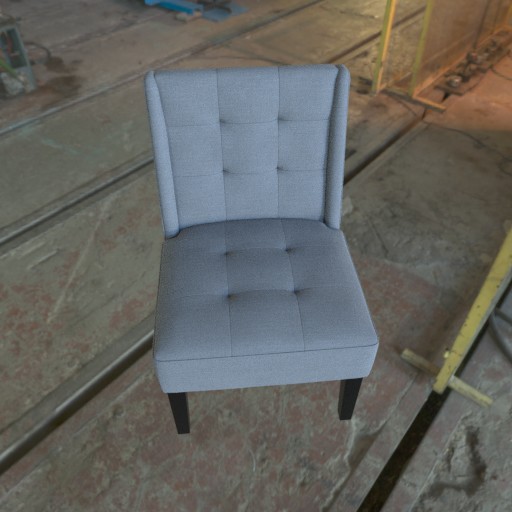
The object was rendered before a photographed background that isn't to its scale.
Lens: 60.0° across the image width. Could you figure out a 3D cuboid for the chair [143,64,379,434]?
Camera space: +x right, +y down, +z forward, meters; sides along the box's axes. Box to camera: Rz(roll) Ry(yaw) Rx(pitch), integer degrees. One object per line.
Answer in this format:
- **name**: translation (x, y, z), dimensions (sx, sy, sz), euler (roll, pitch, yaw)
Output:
- **chair**: translation (0.000, 0.000, 1.293), dimensions (0.569, 0.853, 0.676), euler (-4, 46, -3)
